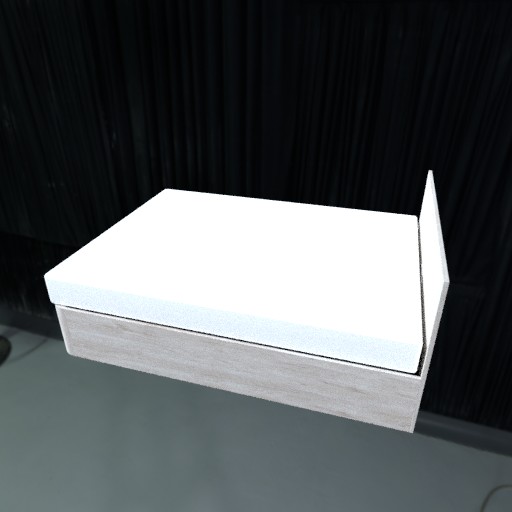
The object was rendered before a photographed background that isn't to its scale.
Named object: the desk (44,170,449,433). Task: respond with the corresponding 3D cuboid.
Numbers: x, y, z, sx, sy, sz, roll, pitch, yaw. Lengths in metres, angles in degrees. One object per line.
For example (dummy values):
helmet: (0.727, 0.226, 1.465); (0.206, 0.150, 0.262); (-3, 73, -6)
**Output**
desk: (0.000, 0.000, 2.642); (1.900, 0.800, 1.400); (8, 29, 15)
